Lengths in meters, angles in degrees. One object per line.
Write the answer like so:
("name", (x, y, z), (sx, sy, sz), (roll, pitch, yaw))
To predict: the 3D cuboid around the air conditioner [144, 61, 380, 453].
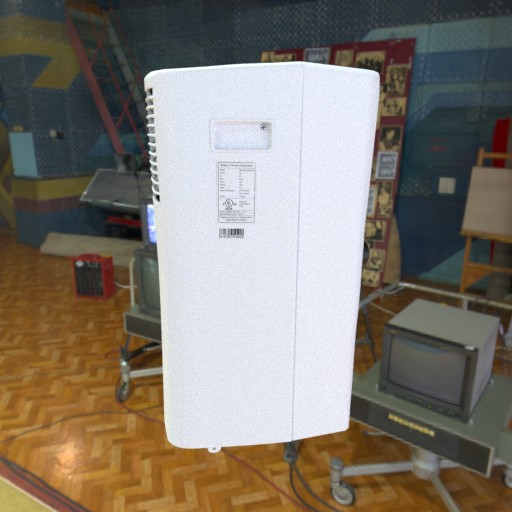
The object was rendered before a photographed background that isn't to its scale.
("air conditioner", (0.000, 0.000, 0.792), (0.349, 0.606, 0.304), (-2, 16, -8))
